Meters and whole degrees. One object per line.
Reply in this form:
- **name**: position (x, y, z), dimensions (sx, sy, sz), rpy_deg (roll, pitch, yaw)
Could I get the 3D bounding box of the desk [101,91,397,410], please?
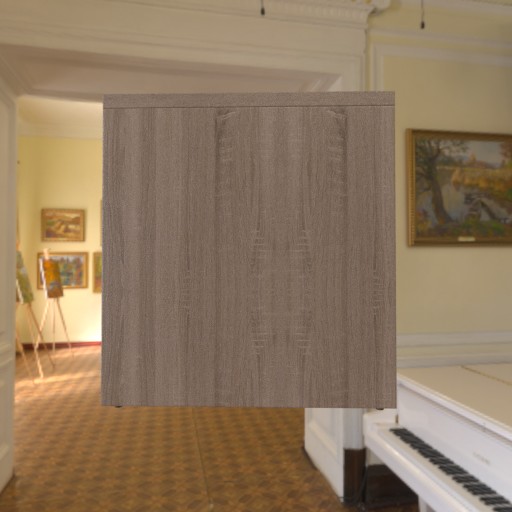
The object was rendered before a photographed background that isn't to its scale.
- **desk**: position (0.000, 0.000, 1.728), dimensions (0.690, 0.745, 1.380), rpy_deg (0, -1, 2)
